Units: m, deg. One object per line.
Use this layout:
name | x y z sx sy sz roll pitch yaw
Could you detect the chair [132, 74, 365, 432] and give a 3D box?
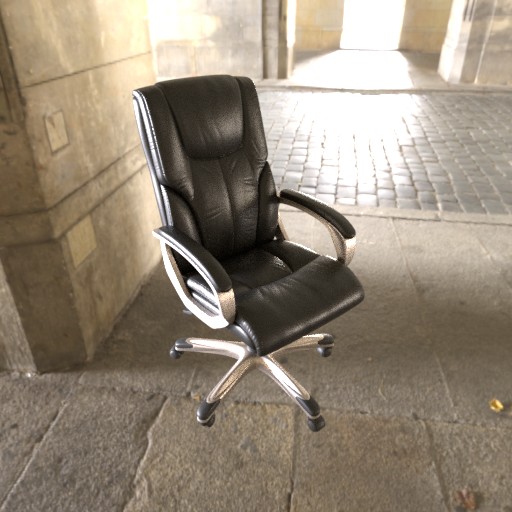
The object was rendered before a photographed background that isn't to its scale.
chair | 0.000 0.000 1.612 0.700 1.145 0.780 -21 36 -32
